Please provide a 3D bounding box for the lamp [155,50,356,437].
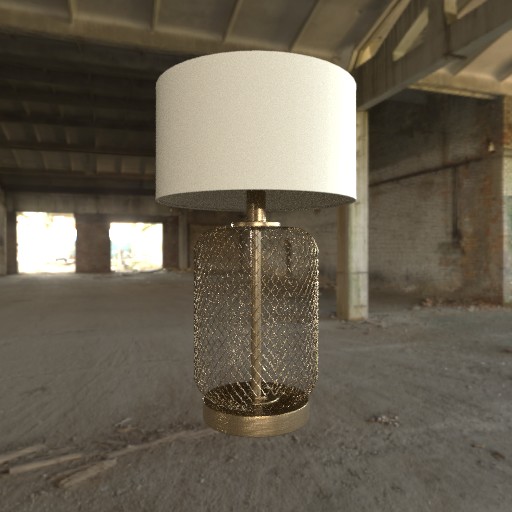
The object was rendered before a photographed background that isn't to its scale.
[{"bbox_3d":[0.000,0.000,0.799,0.353,0.578,0.353,0,1,0],"label":"lamp"}]
